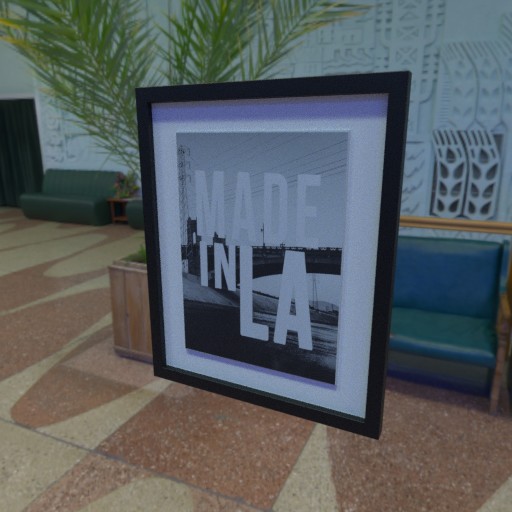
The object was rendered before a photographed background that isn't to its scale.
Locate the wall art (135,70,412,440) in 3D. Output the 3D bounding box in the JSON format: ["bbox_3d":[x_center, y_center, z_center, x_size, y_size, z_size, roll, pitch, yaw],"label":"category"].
[{"bbox_3d":[0.000,0.000,0.756,0.457,0.559,0.028,7,16,25],"label":"wall art"}]
